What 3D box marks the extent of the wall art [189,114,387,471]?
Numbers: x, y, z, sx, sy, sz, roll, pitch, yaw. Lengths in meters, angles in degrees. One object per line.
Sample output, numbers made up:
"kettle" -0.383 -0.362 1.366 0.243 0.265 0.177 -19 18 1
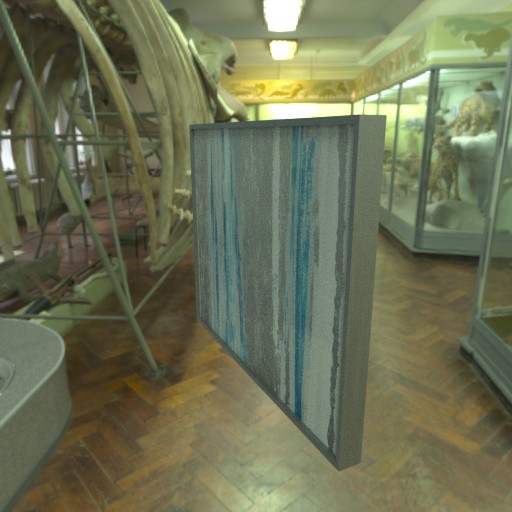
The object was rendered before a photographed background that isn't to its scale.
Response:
"wall art" 0.000 0.000 0.774 0.037 0.450 0.557 -8 17 -26
